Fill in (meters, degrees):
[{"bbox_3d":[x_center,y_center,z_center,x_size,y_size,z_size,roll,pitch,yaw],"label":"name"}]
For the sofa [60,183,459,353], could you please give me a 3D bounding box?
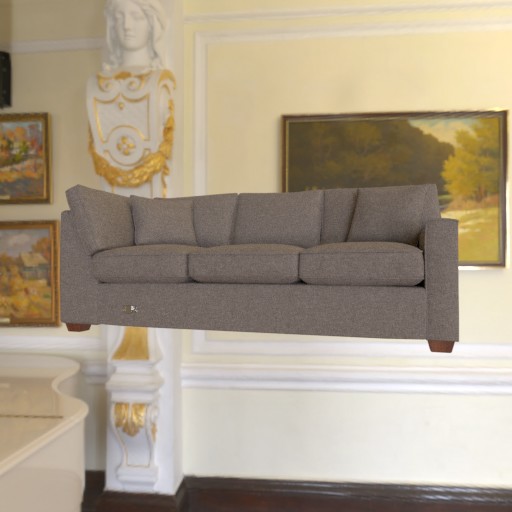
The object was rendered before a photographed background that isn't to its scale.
[{"bbox_3d":[0.000,0.000,2.884,2.317,0.962,1.061,0,-1,18],"label":"sofa"}]
